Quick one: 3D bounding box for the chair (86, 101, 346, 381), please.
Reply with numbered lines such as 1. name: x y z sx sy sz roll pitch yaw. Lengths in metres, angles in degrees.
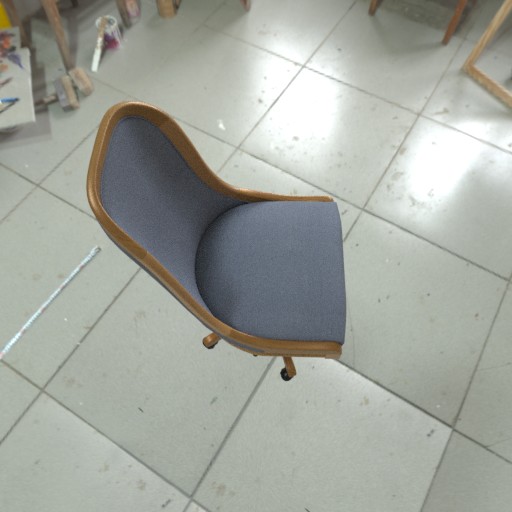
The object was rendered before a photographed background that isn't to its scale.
1. chair: 0.000 0.000 1.446 0.735 1.031 0.605 2 63 1
